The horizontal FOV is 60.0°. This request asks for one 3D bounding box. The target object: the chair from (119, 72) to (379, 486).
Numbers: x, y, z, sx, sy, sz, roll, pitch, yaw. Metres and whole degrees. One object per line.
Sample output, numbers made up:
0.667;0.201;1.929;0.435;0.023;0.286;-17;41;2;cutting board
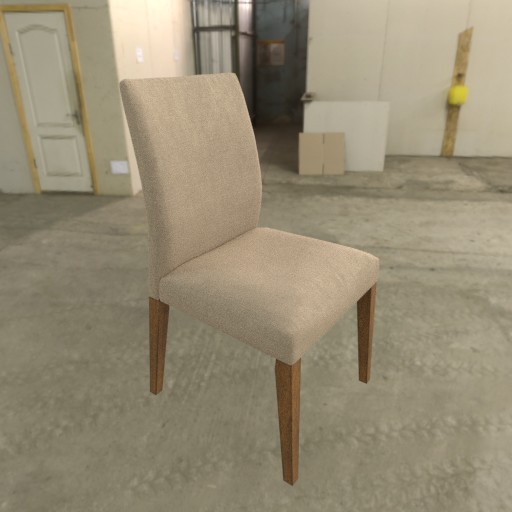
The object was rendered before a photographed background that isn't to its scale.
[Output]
0.000;0.000;1.262;0.585;0.940;0.496;17;30;32;chair
